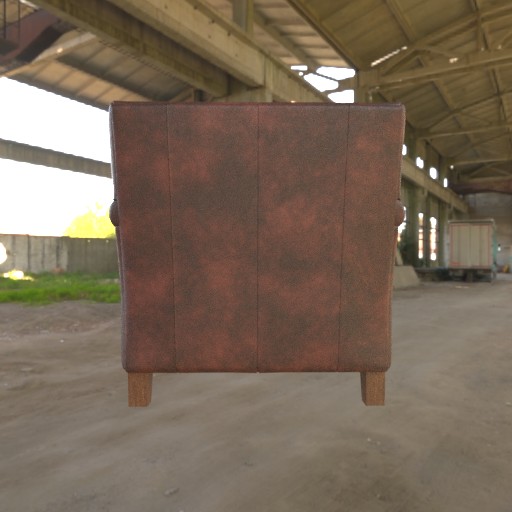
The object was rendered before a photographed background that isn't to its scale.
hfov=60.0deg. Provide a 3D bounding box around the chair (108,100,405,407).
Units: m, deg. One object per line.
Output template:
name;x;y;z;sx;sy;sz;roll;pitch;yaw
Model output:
chair;0.000;0.000;1.883;0.987;1.051;1.156;0;0;-1
